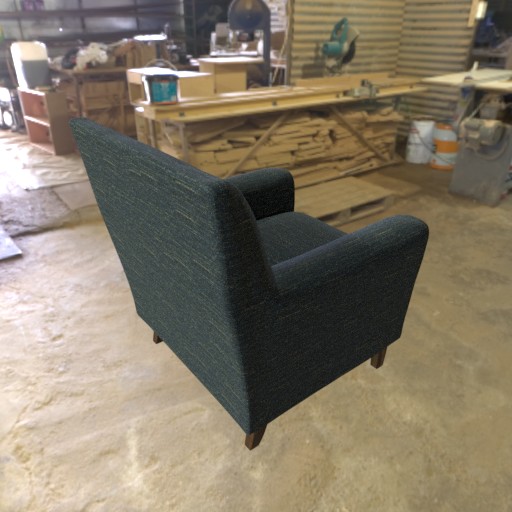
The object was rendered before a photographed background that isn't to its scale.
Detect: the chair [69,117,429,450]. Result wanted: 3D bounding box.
[{"bbox_3d":[0.000,0.000,1.573,0.873,0.928,0.864,-20,34,-33],"label":"chair"}]
